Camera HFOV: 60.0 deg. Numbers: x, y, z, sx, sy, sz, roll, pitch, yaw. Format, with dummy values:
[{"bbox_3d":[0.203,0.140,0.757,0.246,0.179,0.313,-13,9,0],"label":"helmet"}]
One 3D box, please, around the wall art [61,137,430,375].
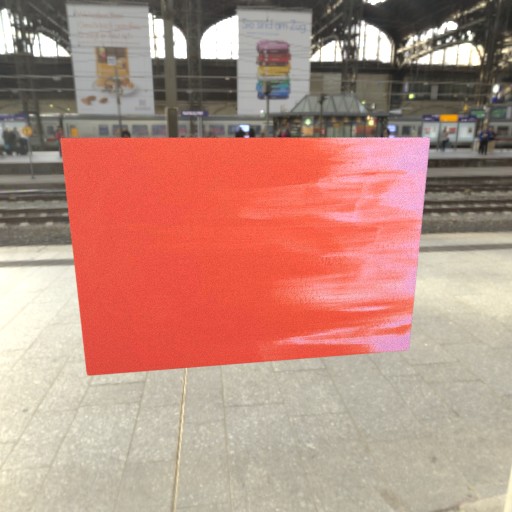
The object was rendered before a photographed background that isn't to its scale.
[{"bbox_3d":[0.000,0.000,1.181,0.913,0.609,0.040,-2,15,-9],"label":"wall art"}]
